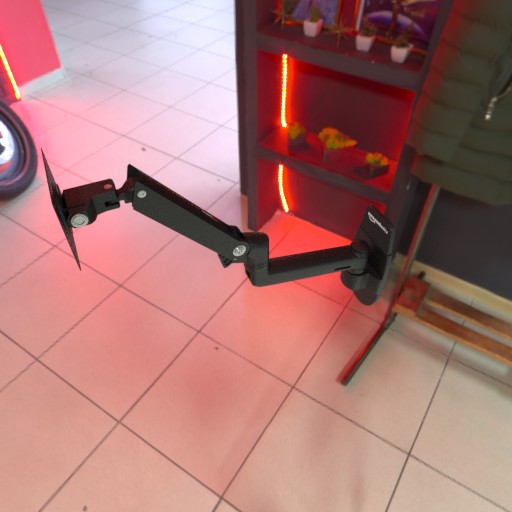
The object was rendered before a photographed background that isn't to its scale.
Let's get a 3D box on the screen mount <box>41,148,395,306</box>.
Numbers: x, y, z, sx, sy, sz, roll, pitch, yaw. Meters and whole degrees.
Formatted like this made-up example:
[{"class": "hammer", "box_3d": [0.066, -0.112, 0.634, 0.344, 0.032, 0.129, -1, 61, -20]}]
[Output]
[{"class": "screen mount", "box_3d": [0.000, 0.000, 0.713, 0.495, 0.466, 0.115, -18, 49, -16]}]
